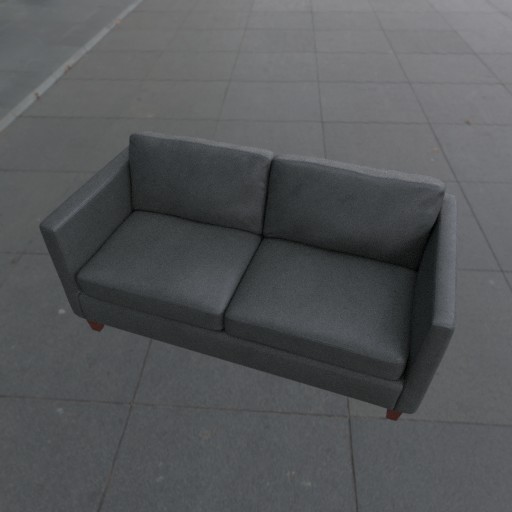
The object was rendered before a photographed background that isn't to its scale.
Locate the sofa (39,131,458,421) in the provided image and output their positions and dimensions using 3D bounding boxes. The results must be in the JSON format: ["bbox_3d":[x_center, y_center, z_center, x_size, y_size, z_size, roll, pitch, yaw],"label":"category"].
[{"bbox_3d":[0.000,0.000,2.352,1.883,0.933,0.951,13,44,14],"label":"sofa"}]
